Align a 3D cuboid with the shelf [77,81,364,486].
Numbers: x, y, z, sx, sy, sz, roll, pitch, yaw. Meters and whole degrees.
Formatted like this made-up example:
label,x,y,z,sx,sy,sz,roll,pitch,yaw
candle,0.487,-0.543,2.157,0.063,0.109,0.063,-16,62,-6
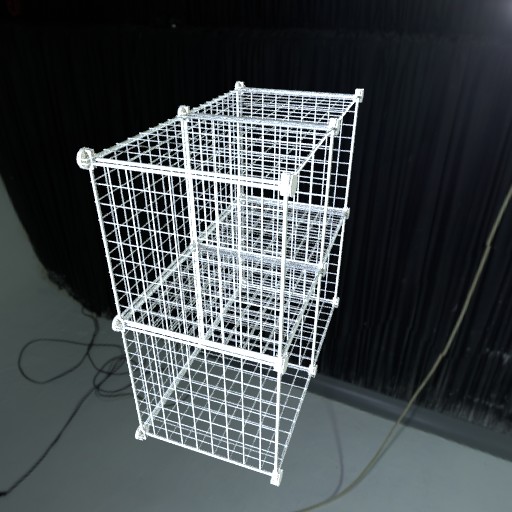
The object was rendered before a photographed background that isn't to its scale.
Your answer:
label,x,y,z,sx,sy,sz,roll,pitch,yaw
shelf,0.000,0.000,1.121,0.356,0.711,0.711,10,32,17
